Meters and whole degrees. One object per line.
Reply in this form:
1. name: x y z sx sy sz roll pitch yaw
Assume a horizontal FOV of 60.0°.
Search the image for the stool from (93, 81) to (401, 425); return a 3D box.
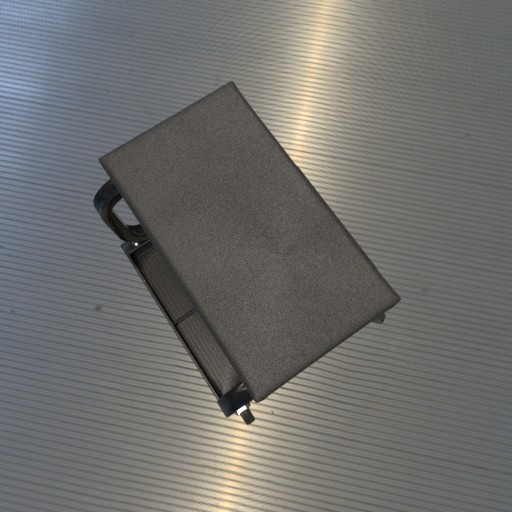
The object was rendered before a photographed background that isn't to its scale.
1. stool: 0.000 0.000 0.734 0.371 0.380 0.446 -33 77 -8
